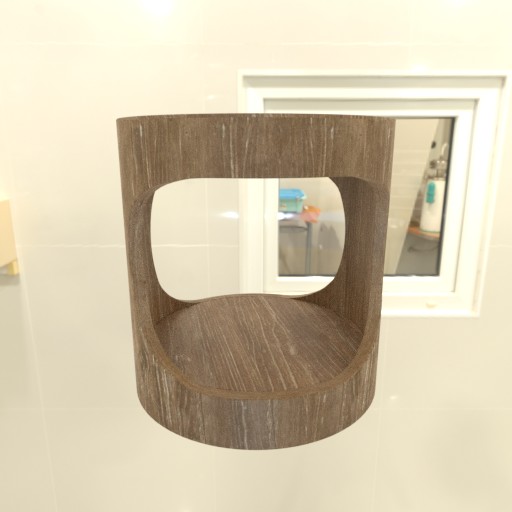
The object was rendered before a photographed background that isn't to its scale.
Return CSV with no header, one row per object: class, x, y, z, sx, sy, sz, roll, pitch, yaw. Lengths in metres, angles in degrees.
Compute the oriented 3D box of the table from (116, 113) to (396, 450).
table,0.000,0.000,0.943,0.527,0.551,0.527,0,15,0
